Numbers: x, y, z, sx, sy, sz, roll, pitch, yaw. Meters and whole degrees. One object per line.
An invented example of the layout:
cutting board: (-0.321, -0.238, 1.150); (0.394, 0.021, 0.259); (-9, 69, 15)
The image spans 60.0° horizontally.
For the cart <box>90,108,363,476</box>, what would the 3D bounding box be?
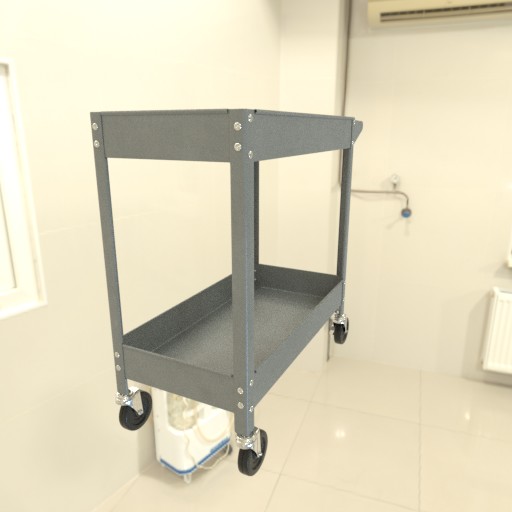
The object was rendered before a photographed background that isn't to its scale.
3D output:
cart: (0.000, 0.000, 1.190); (0.366, 0.719, 0.779); (8, 18, 26)
